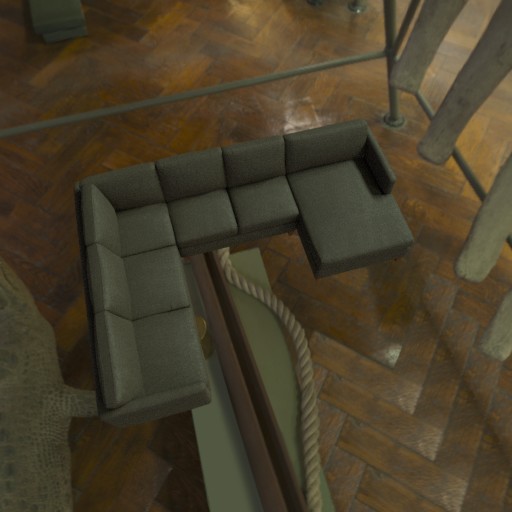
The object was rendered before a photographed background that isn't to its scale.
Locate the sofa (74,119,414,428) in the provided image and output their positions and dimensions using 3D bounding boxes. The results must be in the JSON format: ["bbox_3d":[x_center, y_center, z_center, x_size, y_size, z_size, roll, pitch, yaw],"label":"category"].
[{"bbox_3d":[0.000,0.000,4.700,3.460,0.961,2.594,-14,63,-7],"label":"sofa"}]
